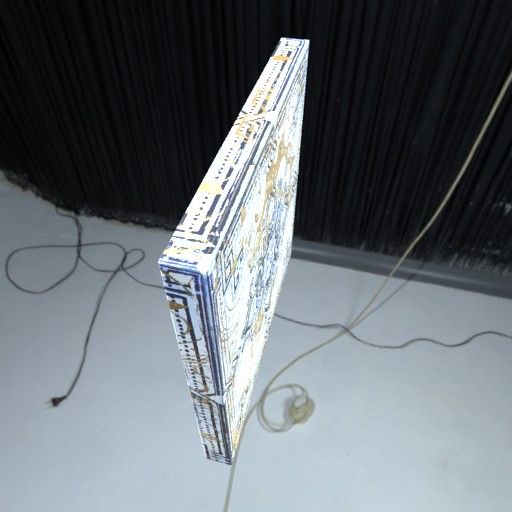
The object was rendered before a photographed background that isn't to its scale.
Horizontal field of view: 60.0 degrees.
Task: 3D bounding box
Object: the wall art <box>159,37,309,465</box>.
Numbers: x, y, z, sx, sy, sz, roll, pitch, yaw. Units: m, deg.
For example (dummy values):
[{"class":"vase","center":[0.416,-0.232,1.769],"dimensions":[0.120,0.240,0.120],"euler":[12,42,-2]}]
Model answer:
[{"class":"wall art","center":[0.000,0.000,0.597],"dimensions":[0.038,0.410,0.411],"euler":[11,48,10]}]
